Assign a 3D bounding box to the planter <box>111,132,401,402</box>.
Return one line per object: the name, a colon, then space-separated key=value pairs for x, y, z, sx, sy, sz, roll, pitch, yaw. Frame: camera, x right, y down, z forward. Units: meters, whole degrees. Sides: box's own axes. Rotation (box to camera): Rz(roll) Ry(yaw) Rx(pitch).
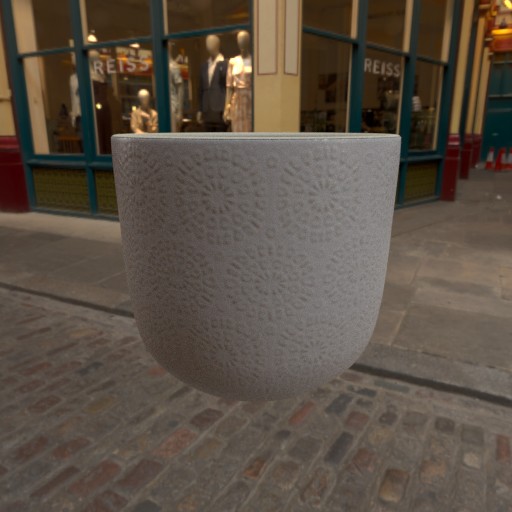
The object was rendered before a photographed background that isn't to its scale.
planter: x=0.000 y=0.000 z=0.358 sx=0.208 sy=0.190 sz=0.208 roll=0 pitch=16 yaw=0
